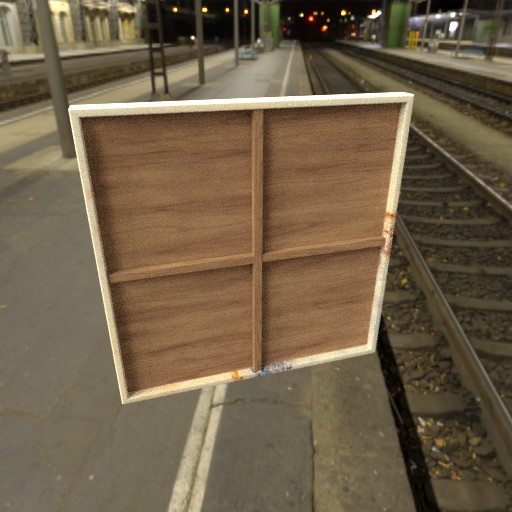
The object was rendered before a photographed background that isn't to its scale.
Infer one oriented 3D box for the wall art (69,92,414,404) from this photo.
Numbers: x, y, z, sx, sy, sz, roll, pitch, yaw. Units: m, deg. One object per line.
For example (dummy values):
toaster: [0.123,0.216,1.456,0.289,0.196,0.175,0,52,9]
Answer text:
wall art: [0.000,0.000,1.581,1.061,1.061,0.071,-8,28,-15]
